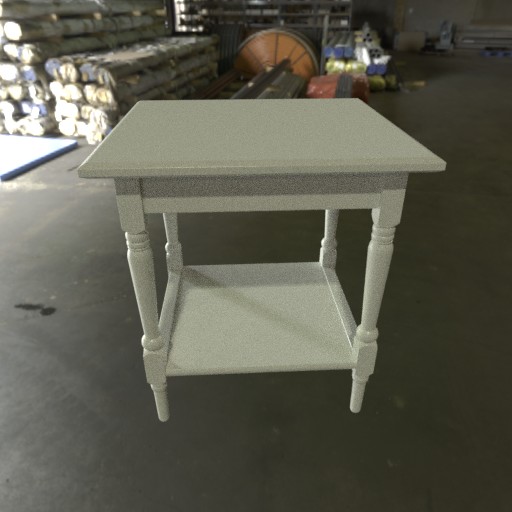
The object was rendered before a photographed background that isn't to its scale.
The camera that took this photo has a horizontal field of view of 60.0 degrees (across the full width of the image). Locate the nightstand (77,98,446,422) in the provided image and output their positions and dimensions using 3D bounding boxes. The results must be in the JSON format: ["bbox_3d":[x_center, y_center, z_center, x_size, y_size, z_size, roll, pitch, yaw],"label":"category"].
[{"bbox_3d":[0.000,0.000,0.937,0.505,0.555,0.459,-2,30,-3],"label":"nightstand"}]
